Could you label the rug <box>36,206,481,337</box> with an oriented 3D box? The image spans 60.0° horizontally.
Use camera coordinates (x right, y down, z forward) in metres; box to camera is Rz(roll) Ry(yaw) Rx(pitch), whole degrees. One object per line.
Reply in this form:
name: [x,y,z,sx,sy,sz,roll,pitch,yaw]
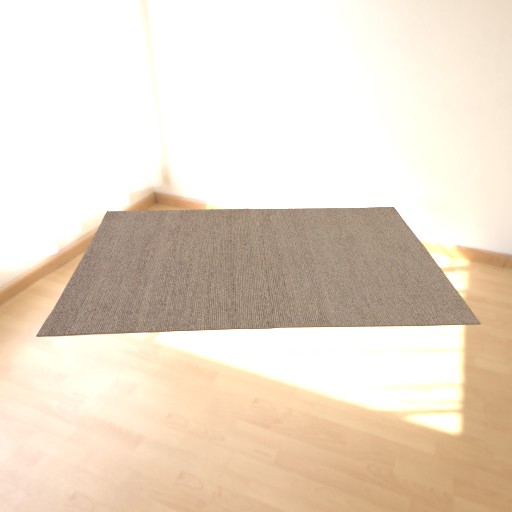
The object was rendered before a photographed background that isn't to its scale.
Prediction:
rug: [0.000,0.000,2.258,1.792,0.021,1.154,-1,31,-2]
